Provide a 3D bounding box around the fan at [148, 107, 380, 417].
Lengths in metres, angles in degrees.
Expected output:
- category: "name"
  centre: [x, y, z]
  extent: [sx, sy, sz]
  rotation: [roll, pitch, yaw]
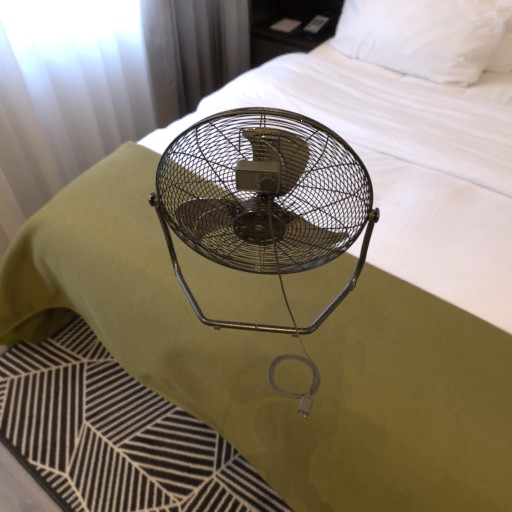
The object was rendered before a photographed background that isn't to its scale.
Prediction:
- category: "fan"
  centre: [0.000, 0.000, 1.015]
  extent: [0.595, 0.605, 0.470]
  rotation: [5, 46, 5]
